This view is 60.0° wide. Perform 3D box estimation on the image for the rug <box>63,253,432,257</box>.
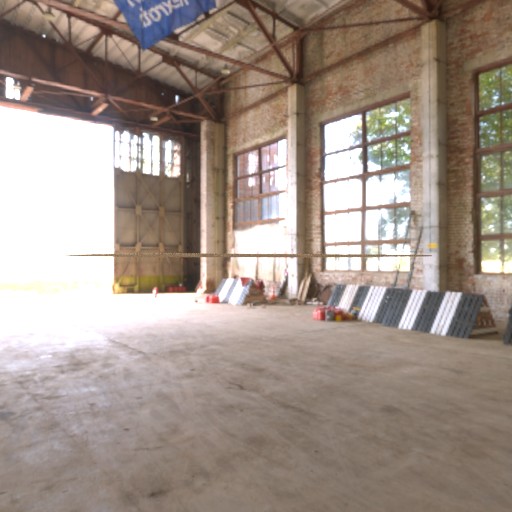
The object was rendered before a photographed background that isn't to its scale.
[{"bbox_3d":[0.000,0.000,3.026,2.432,0.006,1.520,0,-1,-18],"label":"rug"}]
